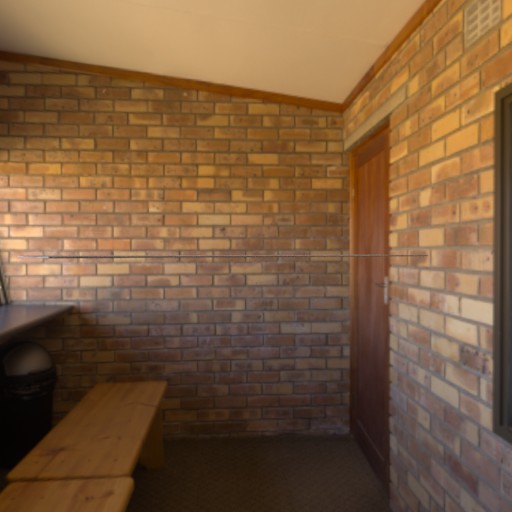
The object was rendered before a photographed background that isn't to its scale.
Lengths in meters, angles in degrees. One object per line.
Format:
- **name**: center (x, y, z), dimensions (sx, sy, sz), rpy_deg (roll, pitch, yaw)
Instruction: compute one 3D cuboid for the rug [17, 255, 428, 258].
- **rug**: center (0.000, 0.000, 2.474), dimensions (2.275, 0.009, 0.684), rpy_deg (0, 0, -36)
